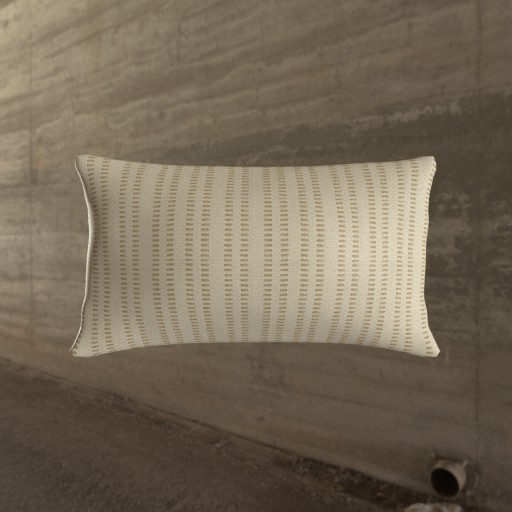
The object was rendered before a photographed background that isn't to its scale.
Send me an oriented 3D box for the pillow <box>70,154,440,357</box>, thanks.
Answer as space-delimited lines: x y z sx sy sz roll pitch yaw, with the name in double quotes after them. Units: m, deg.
0.000 0.000 0.782 0.640 0.353 0.210 0 0 -1 "pillow"
